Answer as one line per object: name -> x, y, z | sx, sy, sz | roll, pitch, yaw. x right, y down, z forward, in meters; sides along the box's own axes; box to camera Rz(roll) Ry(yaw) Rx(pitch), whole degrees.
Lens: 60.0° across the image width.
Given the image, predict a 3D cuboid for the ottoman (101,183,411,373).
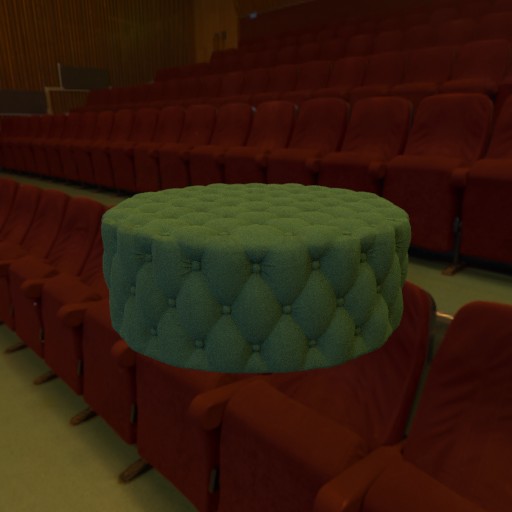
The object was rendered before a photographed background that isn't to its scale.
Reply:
ottoman -> 0.000, 0.000, 1.522 | 0.998, 0.399, 0.998 | 0, 17, 0
